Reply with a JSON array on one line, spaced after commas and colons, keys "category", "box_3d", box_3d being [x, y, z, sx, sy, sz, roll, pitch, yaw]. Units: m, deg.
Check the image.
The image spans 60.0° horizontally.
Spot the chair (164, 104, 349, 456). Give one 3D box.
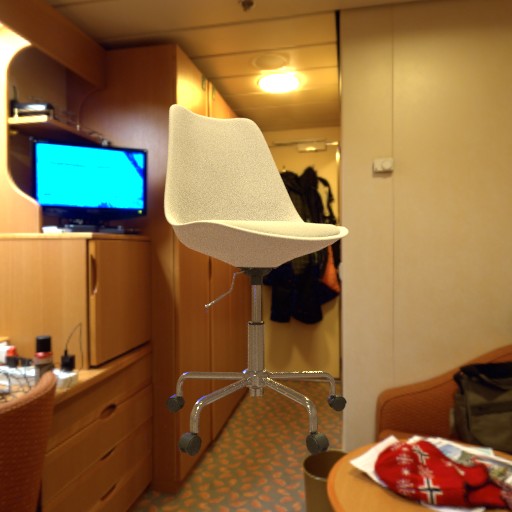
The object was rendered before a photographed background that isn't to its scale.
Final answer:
[{"category": "chair", "box_3d": [0.000, 0.000, 1.250, 0.550, 0.930, 0.550, -1, 1, -35]}]
